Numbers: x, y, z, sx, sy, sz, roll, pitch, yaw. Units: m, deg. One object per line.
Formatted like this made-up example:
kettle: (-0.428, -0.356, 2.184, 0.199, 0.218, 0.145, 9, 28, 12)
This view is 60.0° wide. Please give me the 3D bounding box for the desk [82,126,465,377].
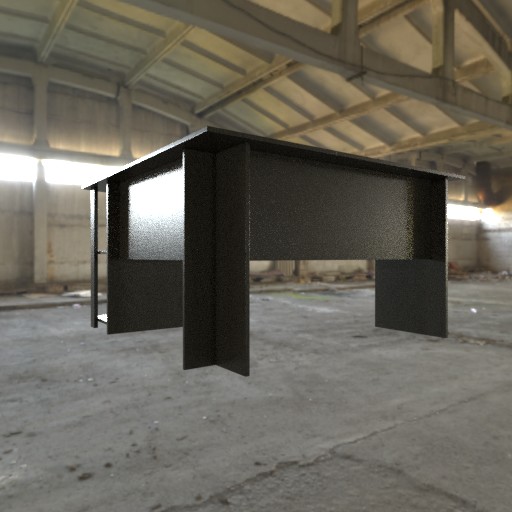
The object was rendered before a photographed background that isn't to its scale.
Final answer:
desk: (0.000, 0.000, 2.137, 1.303, 0.716, 1.361, 0, 0, -36)
